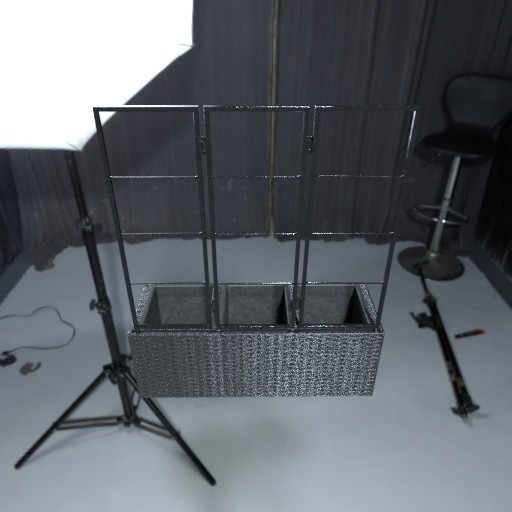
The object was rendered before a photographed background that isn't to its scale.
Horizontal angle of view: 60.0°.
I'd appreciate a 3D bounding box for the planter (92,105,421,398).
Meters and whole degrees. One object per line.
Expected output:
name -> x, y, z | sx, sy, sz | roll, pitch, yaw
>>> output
planter -> 0.000, 0.000, 1.207 | 0.698, 0.841, 0.244 | 0, 31, 0
